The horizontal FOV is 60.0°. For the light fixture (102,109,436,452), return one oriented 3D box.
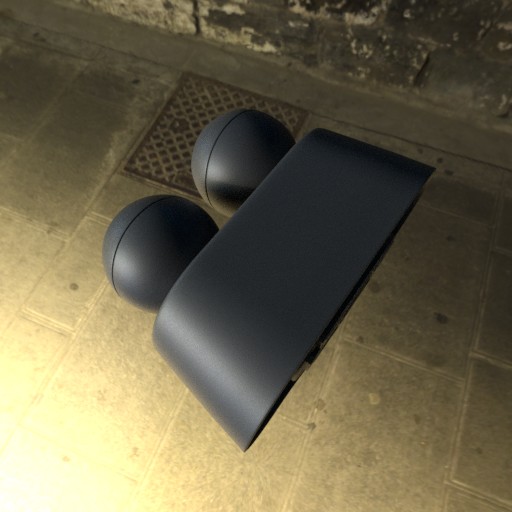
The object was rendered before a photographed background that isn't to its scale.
[{"bbox_3d":[0.000,0.000,0.337,0.159,0.159,0.229,34,69,15],"label":"light fixture"}]
